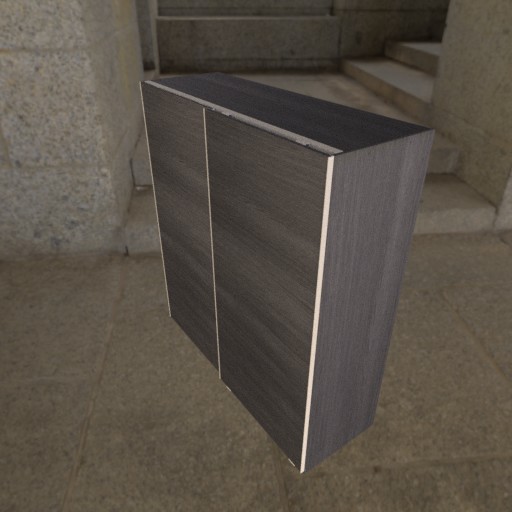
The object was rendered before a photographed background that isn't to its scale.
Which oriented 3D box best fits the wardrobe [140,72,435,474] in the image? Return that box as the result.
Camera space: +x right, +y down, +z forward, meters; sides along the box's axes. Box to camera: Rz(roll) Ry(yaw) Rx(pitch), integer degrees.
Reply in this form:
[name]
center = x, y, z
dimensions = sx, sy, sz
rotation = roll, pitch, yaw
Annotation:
[wardrobe]
center = 0.000, 0.000, 2.882
dimensions = 0.629, 1.960, 1.780
rotation = -21, 37, -30
